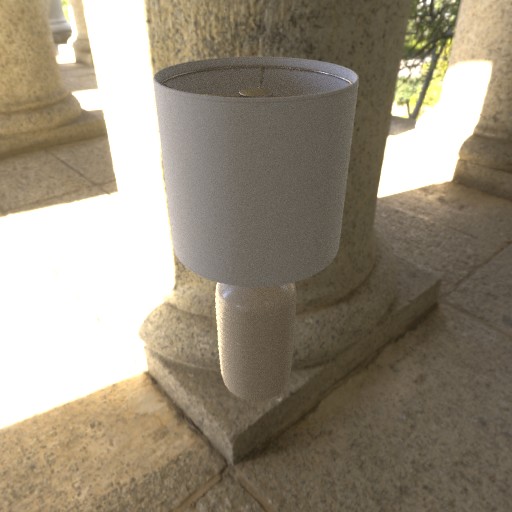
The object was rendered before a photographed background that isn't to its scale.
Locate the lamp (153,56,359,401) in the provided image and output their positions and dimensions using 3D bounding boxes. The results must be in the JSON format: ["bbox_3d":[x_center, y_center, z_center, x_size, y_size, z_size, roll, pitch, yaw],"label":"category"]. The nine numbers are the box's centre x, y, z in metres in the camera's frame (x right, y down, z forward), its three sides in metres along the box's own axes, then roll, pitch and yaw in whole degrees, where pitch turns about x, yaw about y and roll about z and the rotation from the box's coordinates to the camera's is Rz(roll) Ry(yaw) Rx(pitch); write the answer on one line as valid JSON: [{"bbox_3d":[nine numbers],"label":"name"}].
[{"bbox_3d":[0.000,0.000,0.613,0.220,0.475,0.220,11,34,16],"label":"lamp"}]
